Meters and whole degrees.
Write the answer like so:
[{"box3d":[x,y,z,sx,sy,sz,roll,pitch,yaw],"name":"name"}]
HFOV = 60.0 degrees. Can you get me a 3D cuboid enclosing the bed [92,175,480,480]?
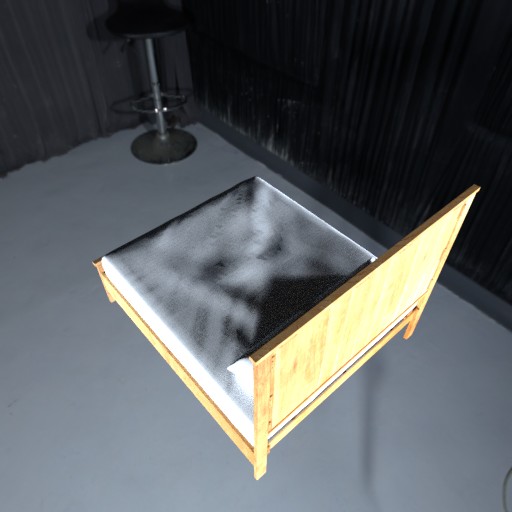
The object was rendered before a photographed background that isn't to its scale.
[{"box3d":[0.000,0.000,3.611,1.936,1.686,2.201,-32,54,-27],"name":"bed"}]
